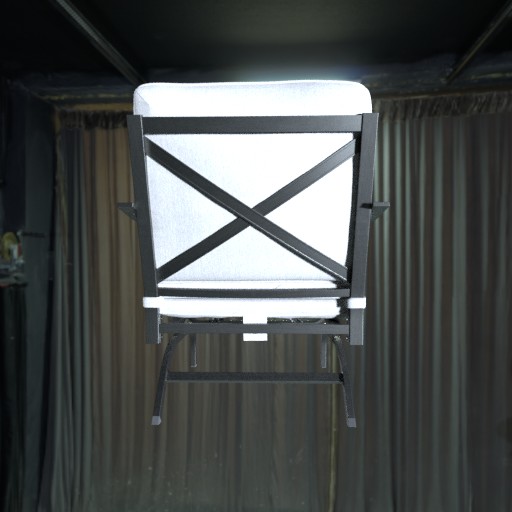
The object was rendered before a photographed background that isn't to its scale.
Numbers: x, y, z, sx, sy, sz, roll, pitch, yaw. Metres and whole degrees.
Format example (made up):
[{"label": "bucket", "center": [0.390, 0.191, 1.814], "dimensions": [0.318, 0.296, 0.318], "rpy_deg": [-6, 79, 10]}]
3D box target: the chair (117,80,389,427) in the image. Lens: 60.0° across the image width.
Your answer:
[{"label": "chair", "center": [0.000, 0.000, 1.396], "dimensions": [0.650, 0.860, 0.787], "rpy_deg": [0, 1, 2]}]
